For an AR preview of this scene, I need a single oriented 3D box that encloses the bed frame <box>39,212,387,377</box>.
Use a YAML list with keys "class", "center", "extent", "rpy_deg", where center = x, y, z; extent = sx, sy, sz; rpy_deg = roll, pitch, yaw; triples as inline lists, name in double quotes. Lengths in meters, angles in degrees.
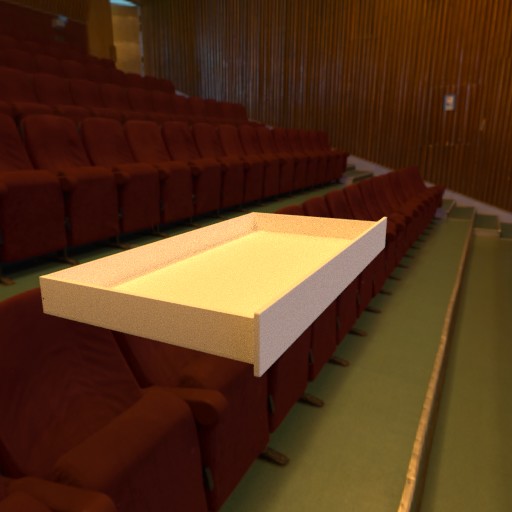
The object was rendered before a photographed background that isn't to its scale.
- class: "bed frame"
  center: [0.000, 0.000, 1.598]
  extent: [0.670, 0.141, 1.300]
  rpy_deg: [7, 16, 26]
